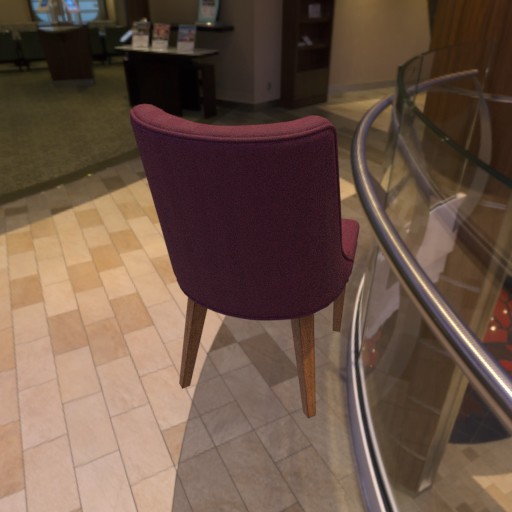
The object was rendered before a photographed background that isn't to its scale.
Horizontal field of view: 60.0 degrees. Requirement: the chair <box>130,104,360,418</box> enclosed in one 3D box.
[{"bbox_3d":[0.000,0.000,1.286,0.548,0.916,0.638,9,32,14],"label":"chair"}]
